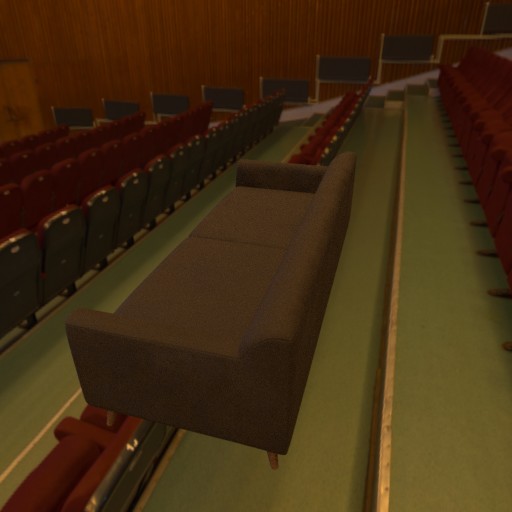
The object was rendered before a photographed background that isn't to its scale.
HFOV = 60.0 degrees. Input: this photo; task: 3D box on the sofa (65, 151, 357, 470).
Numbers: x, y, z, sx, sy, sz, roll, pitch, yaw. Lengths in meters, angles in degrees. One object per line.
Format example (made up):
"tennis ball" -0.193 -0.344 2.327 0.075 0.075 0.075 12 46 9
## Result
"sofa" 0.000 0.000 2.585 0.900 0.740 2.190 8 30 14
